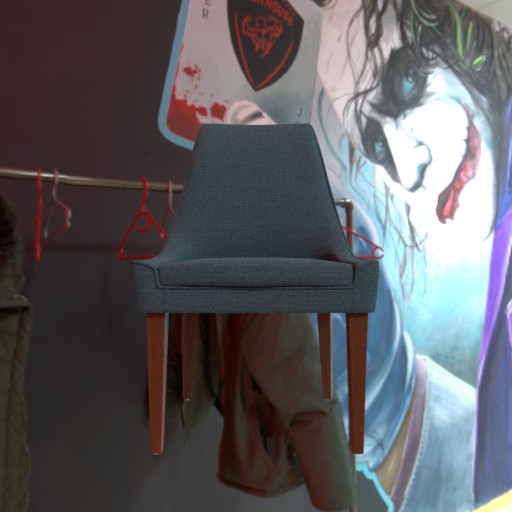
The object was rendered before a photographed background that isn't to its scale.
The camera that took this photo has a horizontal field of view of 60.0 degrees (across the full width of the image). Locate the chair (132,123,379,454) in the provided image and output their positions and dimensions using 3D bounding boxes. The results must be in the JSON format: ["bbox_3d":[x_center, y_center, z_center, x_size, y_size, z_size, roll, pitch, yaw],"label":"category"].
[{"bbox_3d":[0.000,0.000,1.194,0.529,0.861,0.544,0,-1,0],"label":"chair"}]
